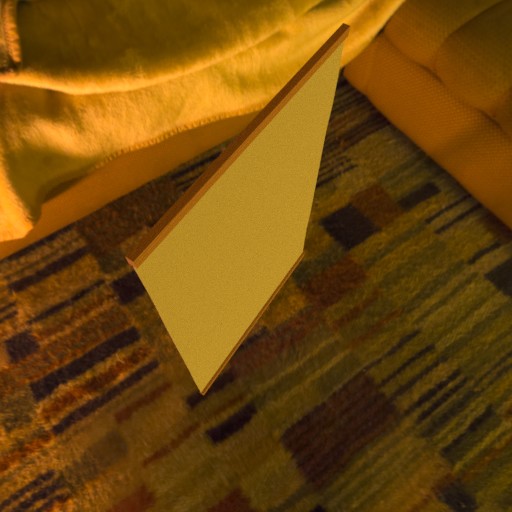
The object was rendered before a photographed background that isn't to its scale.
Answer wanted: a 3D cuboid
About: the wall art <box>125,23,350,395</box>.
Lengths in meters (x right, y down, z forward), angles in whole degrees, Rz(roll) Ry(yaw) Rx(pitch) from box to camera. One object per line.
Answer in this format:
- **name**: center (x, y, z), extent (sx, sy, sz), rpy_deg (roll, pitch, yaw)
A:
- **wall art**: center (0.000, 0.000, 1.865), extent (0.025, 1.521, 1.011), rpy_deg (31, 66, 16)
